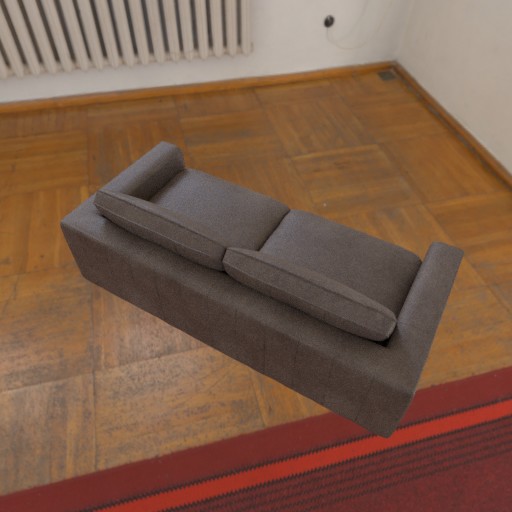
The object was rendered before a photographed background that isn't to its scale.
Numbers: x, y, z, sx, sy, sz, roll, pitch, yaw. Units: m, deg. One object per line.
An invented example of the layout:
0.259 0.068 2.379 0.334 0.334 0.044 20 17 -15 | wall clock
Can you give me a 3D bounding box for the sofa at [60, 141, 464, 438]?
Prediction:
0.000 0.000 2.799 2.262 0.801 1.070 23 52 20 | sofa
